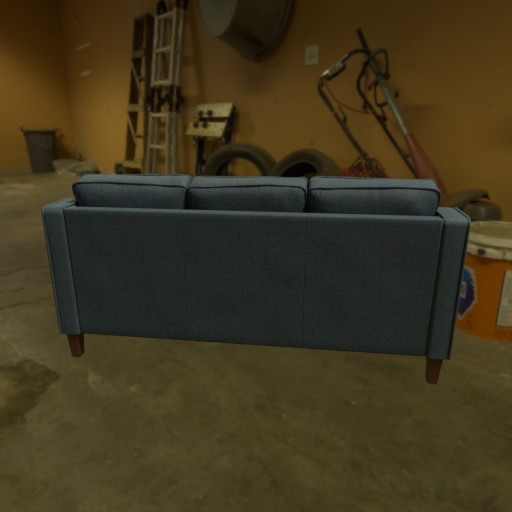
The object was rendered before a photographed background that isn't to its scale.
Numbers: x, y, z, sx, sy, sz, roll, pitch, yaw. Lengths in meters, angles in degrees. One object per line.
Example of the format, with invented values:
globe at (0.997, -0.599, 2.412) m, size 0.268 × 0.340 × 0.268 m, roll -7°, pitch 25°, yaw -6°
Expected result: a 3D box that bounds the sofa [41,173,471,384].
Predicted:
sofa at (0.000, 0.000, 2.543) m, size 1.986 × 0.974 × 0.911 m, roll 2°, pitch 17°, yaw 8°
